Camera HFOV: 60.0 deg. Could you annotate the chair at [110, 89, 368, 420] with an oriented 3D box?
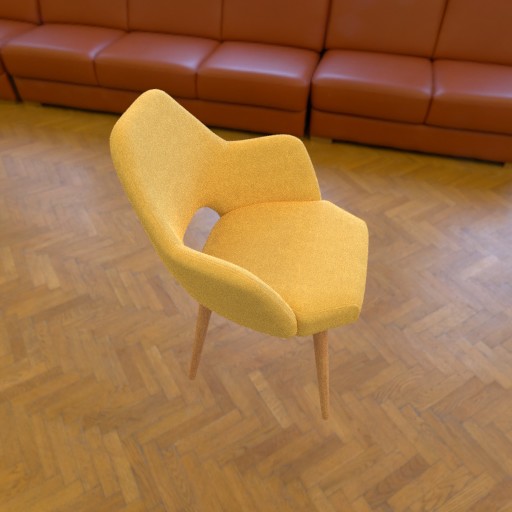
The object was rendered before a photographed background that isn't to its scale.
[{"bbox_3d":[0.000,0.000,1.257,0.610,0.840,0.590,9,47,9],"label":"chair"}]
